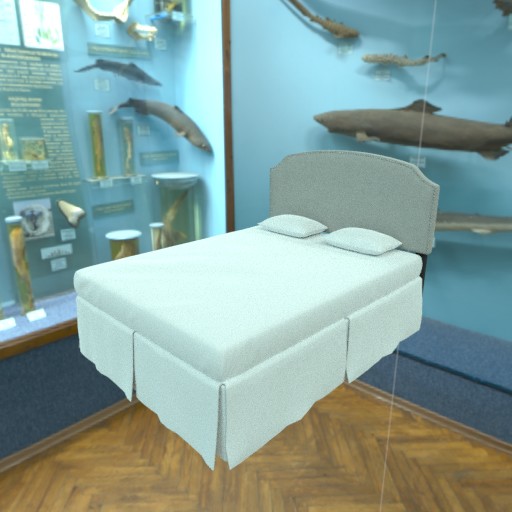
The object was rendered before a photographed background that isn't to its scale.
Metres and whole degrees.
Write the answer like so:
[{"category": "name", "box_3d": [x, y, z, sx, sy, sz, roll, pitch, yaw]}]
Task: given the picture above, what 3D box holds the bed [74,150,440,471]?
[{"category": "bed", "box_3d": [0.000, 0.000, 2.956, 1.558, 1.270, 1.999, 17, 24, 42]}]
